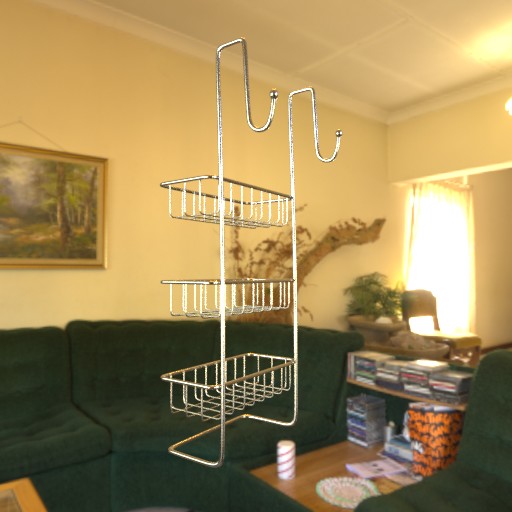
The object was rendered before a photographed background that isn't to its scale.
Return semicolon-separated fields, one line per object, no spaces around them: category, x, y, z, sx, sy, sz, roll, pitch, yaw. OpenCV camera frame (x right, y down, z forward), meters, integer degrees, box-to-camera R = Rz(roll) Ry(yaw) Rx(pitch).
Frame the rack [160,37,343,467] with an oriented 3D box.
rack;0.000;0.000;0.683;0.202;0.574;0.228;-1;-2;35
